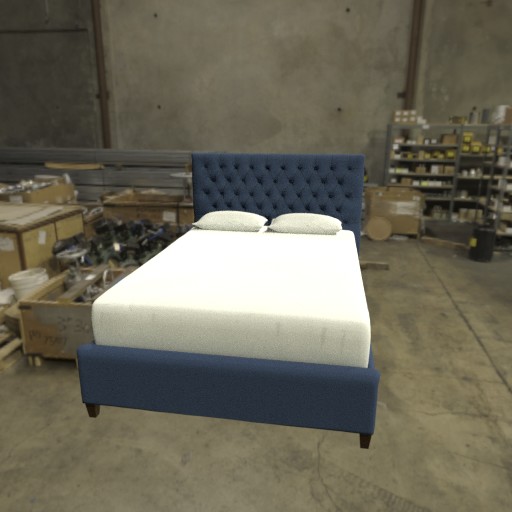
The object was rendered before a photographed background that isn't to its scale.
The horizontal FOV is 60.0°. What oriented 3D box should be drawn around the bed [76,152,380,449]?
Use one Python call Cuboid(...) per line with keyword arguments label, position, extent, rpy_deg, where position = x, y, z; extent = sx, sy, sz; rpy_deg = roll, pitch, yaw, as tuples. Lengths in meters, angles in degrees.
Cuboid(label="bed", position=(0.000, 0.000, 3.424), extent=(1.706, 1.427, 2.387), rpy_deg=(3, 16, 9))
